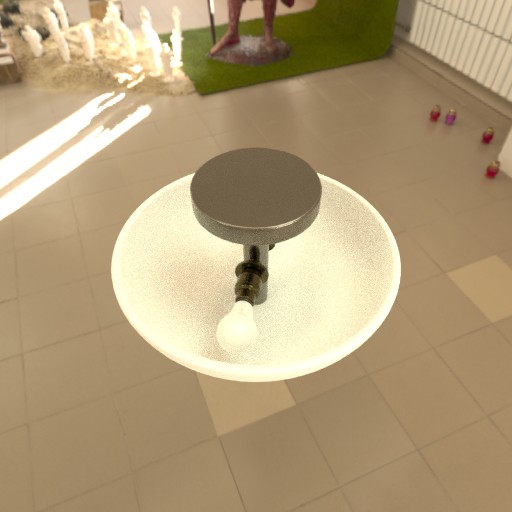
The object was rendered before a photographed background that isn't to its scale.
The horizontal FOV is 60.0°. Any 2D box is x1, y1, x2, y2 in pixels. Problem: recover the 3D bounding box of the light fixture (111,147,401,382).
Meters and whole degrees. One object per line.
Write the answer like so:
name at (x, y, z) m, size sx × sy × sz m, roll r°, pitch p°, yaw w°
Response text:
light fixture at (0.000, 0.000, 0.529) m, size 0.330 × 0.214 × 0.330 m, roll 0°, pitch 47°, yaw 0°
